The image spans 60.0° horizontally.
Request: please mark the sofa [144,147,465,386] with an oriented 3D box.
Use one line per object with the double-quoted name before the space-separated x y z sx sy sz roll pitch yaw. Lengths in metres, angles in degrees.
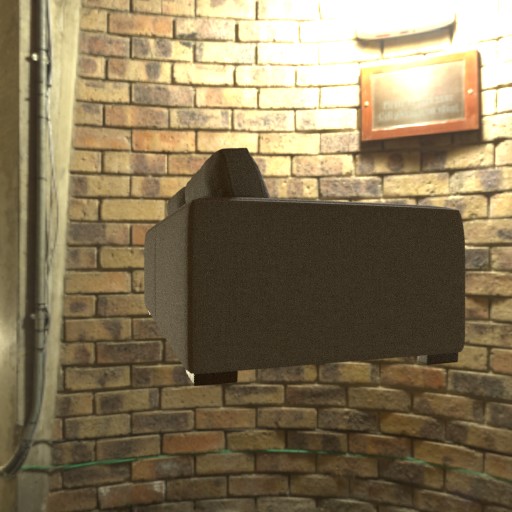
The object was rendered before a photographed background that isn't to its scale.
"sofa" 0.000 0.000 2.385 1.069 0.800 1.920 0 0 -18
